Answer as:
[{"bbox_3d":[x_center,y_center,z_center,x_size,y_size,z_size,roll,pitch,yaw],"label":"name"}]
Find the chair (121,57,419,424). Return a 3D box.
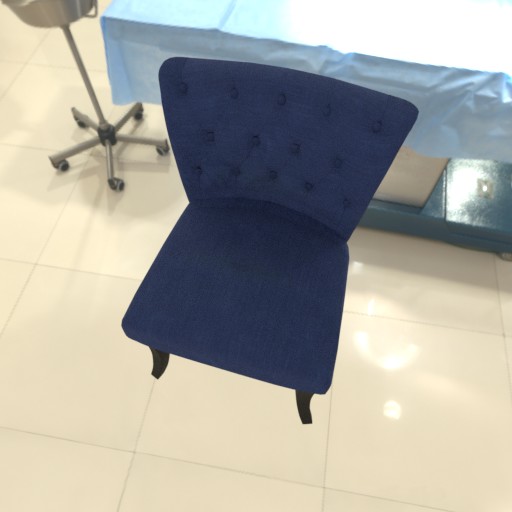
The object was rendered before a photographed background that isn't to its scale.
[{"bbox_3d":[0.000,0.000,1.172,0.585,0.753,0.606,14,60,9],"label":"chair"}]
